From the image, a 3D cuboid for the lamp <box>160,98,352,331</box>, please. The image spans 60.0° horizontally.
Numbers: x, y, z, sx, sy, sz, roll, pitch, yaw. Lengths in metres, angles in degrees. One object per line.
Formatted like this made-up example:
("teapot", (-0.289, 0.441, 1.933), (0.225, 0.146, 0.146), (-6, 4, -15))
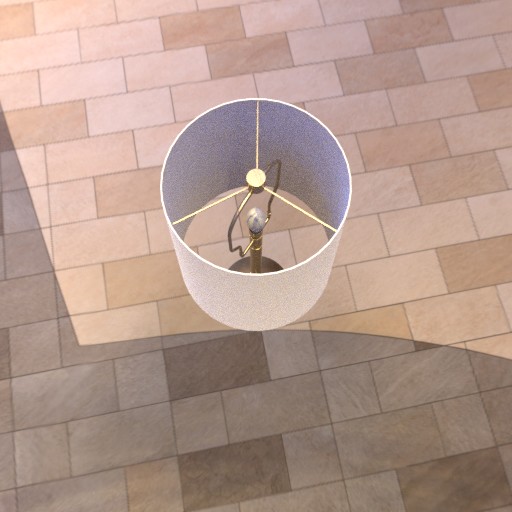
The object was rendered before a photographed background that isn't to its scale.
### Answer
("lamp", (0.000, 0.000, 0.683), (0.231, 0.569, 0.231), (0, 75, 0))
